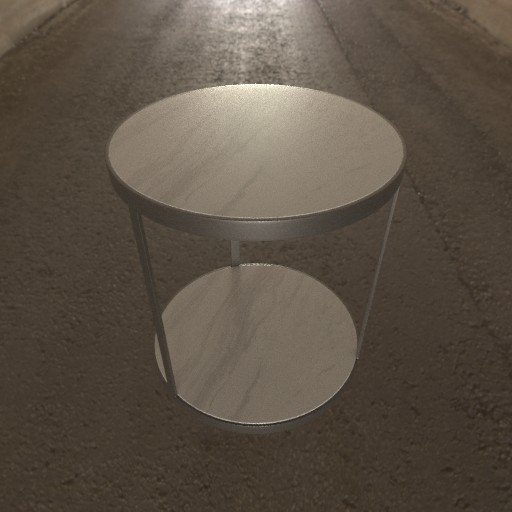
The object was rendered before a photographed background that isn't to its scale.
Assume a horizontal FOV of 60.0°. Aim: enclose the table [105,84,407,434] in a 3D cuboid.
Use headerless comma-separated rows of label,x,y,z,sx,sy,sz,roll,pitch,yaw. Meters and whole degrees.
table,0.000,0.000,0.826,0.445,0.479,0.445,0,40,0
